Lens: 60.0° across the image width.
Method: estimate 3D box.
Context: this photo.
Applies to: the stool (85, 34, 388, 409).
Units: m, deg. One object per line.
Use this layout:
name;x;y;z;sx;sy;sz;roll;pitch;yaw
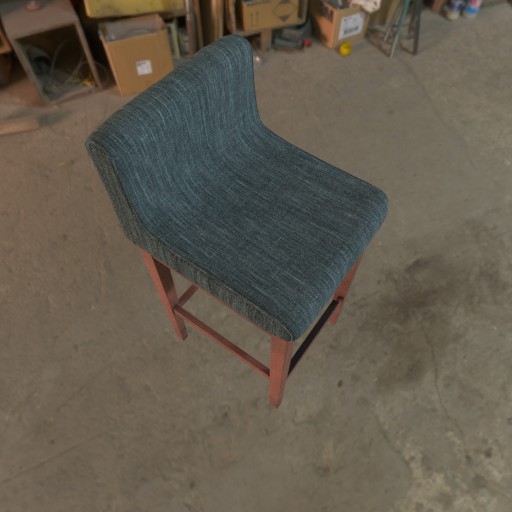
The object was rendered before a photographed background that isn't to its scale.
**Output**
stool;0.000;0.000;1.092;0.459;0.835;0.395;31;62;19
